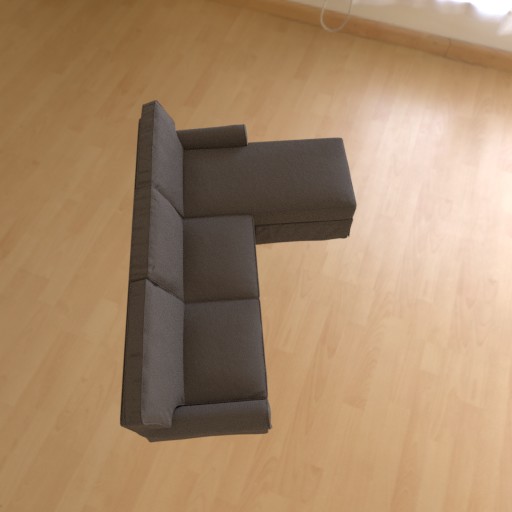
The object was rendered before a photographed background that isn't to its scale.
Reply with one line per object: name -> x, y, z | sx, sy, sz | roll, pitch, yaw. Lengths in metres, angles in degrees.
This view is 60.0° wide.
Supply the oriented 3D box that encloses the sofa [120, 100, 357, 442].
sofa -> 0.000, 0.000, 3.350 | 1.733, 0.978, 2.475 | -4, 63, -2
